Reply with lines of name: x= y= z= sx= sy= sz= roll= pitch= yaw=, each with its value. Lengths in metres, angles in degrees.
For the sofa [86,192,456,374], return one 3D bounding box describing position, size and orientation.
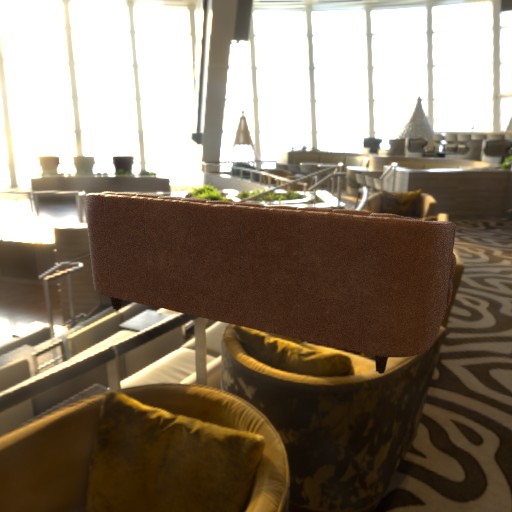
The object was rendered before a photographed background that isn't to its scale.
sofa: x=0.000 y=0.000 z=2.781 sx=2.257 sy=0.791 sz=0.922 roll=8 pitch=17 yaw=26
